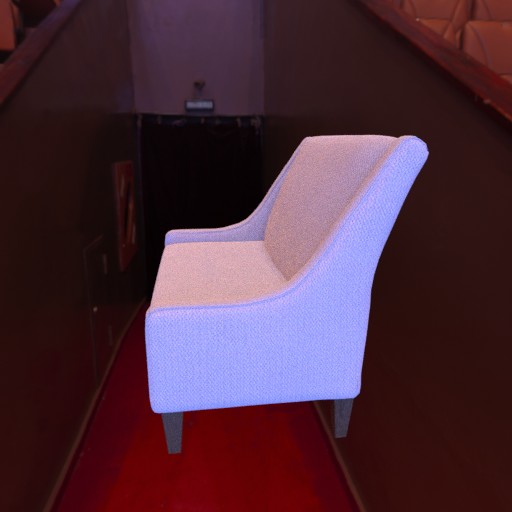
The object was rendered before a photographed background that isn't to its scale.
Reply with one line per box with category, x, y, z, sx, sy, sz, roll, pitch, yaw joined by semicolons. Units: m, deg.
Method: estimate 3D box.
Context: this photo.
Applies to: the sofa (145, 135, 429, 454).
sofa;0.000;0.000;1.946;0.870;1.022;1.242;-2;15;-8
